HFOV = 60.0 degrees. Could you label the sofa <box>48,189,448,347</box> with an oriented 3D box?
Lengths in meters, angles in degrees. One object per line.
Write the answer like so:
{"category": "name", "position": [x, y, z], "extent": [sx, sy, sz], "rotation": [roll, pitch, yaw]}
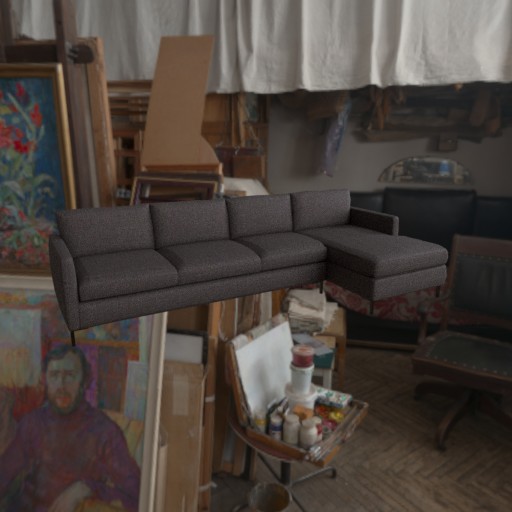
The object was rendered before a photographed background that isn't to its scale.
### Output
{"category": "sofa", "position": [0.000, 0.000, 3.878], "extent": [3.221, 0.892, 1.483], "rotation": [-8, 18, -28]}
